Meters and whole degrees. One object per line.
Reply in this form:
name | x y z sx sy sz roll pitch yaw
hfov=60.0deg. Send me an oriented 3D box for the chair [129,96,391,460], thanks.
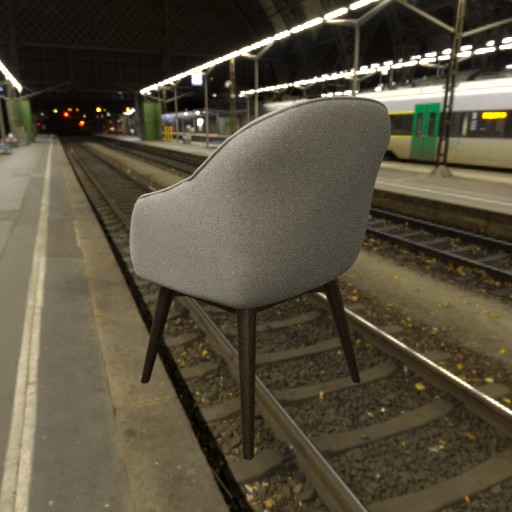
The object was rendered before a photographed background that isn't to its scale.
chair | 0.000 0.000 1.233 0.589 0.810 0.611 -16 22 -43
